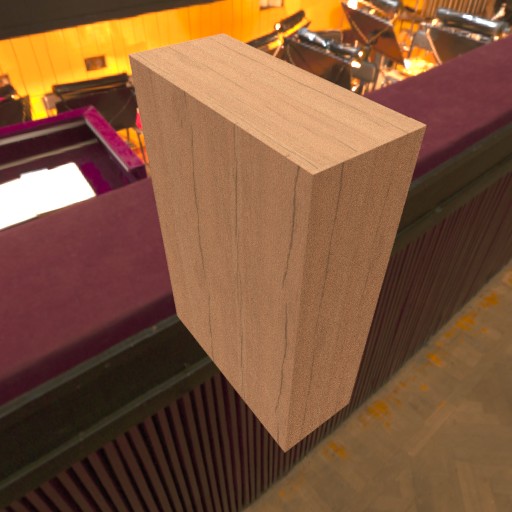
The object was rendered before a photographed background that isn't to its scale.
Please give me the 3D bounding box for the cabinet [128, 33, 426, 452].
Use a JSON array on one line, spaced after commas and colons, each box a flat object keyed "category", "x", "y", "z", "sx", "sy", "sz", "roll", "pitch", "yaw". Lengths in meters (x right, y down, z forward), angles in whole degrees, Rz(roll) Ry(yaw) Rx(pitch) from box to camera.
[{"category": "cabinet", "x": 0.000, "y": 0.000, "z": 2.668, "sx": 0.580, "sy": 2.070, "sz": 1.400, "roll": -27, "pitch": 49, "yaw": -26}]
